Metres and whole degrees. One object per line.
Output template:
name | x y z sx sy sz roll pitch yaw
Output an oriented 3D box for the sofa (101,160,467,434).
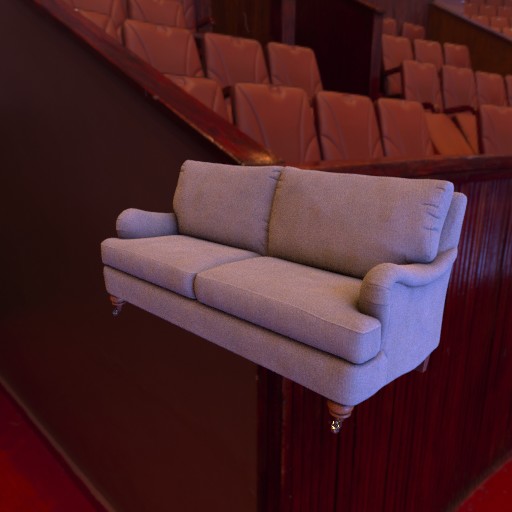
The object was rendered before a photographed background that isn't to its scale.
sofa | 0.000 0.000 2.823 2.193 1.096 1.069 14 21 42
